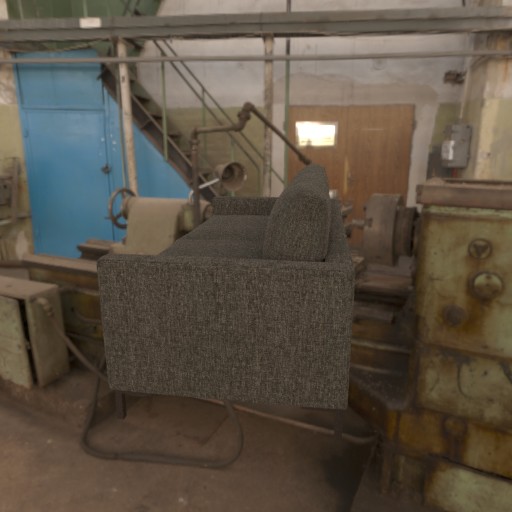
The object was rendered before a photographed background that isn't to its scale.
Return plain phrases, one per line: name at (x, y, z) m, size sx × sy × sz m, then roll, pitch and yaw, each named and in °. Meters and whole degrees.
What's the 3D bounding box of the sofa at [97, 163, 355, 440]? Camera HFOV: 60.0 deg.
sofa at (0.000, 0.000, 2.262) m, size 0.866 × 0.862 × 1.716 m, roll 2°, pitch 15°, yaw 8°
